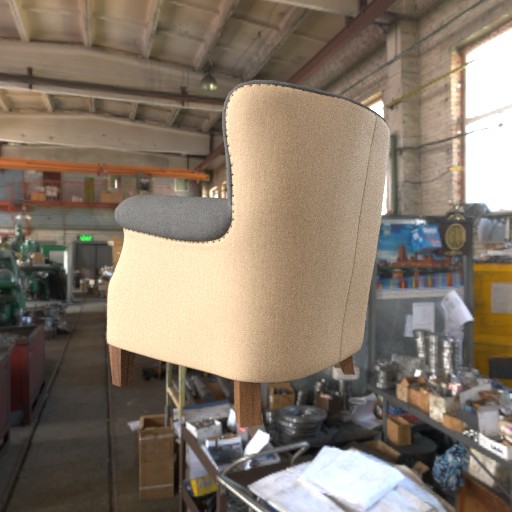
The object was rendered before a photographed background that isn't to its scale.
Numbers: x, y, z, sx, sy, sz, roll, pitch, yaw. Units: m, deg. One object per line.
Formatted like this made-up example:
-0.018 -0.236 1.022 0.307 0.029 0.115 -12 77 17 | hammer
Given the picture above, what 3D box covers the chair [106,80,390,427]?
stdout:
0.000 0.000 1.627 0.921 0.936 0.861 0 0 37 | chair
